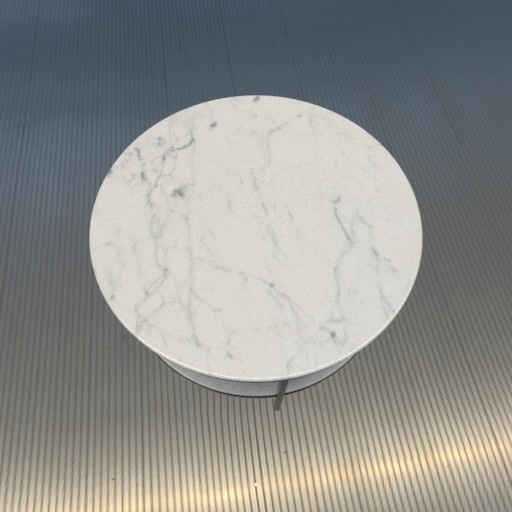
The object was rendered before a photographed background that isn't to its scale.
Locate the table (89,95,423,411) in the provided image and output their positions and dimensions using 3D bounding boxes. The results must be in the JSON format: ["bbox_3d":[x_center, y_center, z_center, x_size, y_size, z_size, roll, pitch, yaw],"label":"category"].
[{"bbox_3d":[0.000,0.000,1.277,0.800,0.450,0.800,0,63,0],"label":"table"}]
